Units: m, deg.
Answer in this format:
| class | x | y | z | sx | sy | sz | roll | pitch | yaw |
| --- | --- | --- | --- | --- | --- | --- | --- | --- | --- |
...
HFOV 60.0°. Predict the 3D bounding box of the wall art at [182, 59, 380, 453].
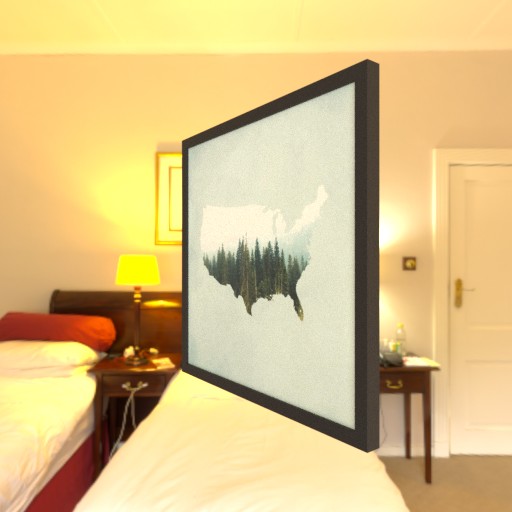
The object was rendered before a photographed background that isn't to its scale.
| class | x | y | z | sx | sy | sz | roll | pitch | yaw |
| --- | --- | --- | --- | --- | --- | --- | --- | --- | --- |
| wall art | 0.000 | 0.000 | 1.172 | 0.038 | 0.763 | 0.763 | 0 | 0 | -37 |
